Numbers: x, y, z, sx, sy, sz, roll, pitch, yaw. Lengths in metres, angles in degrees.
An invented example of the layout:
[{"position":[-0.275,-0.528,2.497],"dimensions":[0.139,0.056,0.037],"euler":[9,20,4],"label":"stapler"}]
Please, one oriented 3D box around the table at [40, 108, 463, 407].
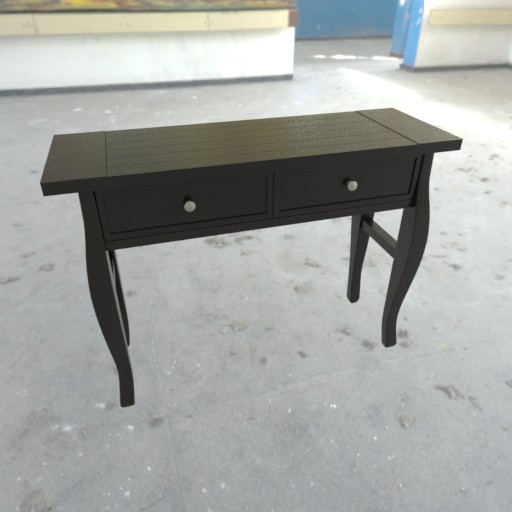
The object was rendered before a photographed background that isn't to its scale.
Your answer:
[{"position":[0.000,0.000,1.416],"dimensions":[1.062,0.768,0.373],"euler":[-9,33,-14],"label":"table"}]
